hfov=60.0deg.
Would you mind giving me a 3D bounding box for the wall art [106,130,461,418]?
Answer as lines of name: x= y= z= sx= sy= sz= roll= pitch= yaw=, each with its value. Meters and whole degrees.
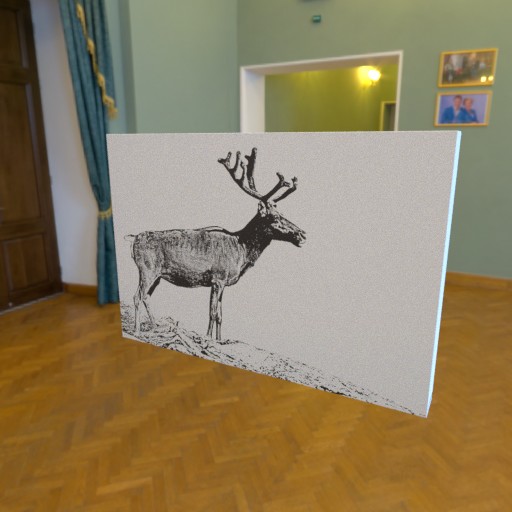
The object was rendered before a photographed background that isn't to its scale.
wall art: x=0.000 y=0.000 z=0.485 sx=0.381 sy=0.259 sz=0.038 roll=8 pitch=16 yaw=27
